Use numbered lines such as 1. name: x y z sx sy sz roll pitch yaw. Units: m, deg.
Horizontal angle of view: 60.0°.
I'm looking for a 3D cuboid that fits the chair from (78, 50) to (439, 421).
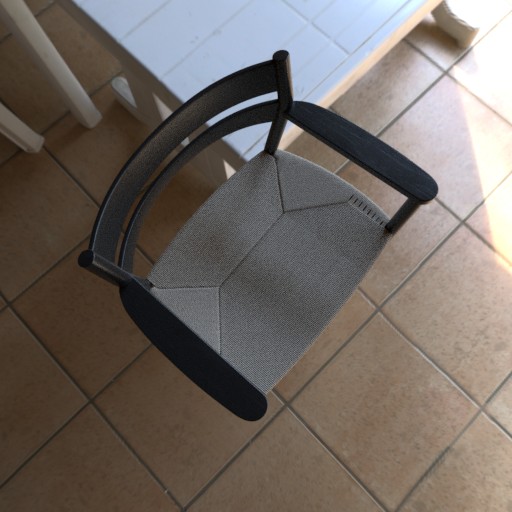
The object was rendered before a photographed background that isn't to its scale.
1. chair: 0.000 0.000 1.164 0.508 0.775 0.630 39 79 9
